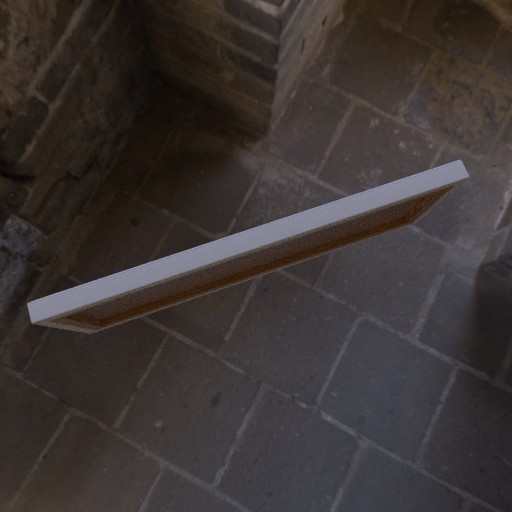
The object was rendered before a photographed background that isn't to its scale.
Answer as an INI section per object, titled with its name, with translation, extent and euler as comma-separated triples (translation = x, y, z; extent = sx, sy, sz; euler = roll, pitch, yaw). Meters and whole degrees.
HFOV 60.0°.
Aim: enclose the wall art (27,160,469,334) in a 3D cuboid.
[wall art]
translation = 0.000, 0.000, 0.862
extent = 0.766, 0.256, 0.036
euler = -19, 77, -4
